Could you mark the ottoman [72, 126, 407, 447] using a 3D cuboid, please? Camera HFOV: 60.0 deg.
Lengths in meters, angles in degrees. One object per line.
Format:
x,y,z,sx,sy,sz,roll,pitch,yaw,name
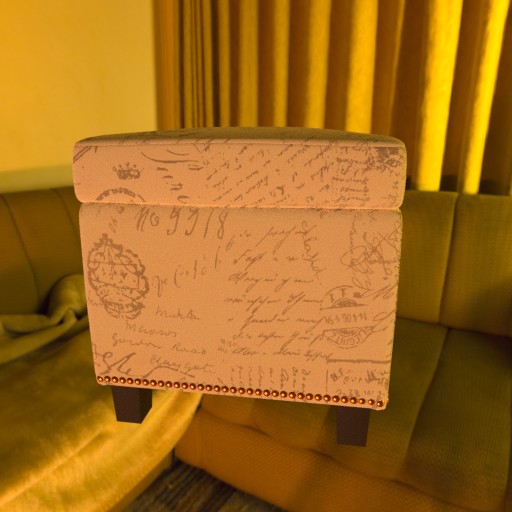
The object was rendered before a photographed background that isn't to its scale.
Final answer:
0.000,0.000,0.818,0.449,0.457,0.450,2,15,9,ottoman
